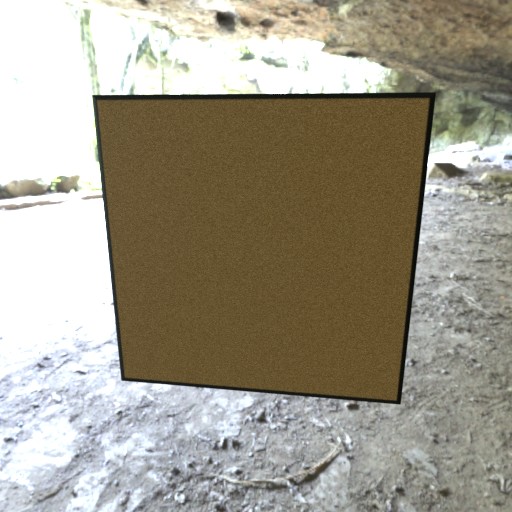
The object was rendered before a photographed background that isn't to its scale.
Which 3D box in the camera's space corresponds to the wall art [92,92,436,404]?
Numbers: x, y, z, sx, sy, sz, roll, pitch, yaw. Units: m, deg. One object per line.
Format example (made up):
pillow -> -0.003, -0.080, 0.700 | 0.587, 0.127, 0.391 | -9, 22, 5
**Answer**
wall art -> 0.000, 0.000, 0.744 | 0.513, 0.511, 0.028 | 2, 17, 8
